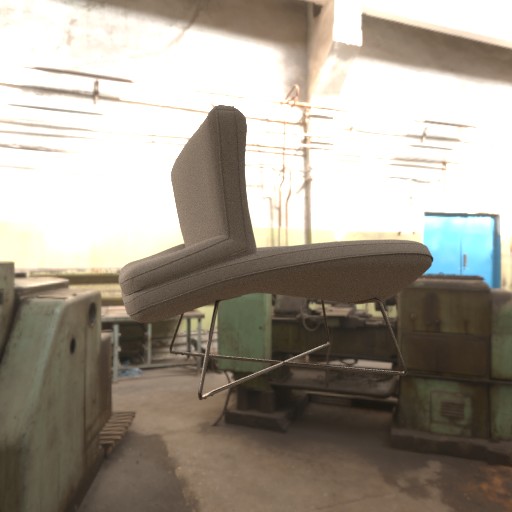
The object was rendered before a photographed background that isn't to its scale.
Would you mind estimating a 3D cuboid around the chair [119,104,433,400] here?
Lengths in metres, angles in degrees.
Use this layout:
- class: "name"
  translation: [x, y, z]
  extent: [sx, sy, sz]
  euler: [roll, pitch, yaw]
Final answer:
- class: "chair"
  translation: [0.000, 0.000, 1.708]
  extent: [1.008, 0.855, 0.859]
  euler: [0, 0, -18]
